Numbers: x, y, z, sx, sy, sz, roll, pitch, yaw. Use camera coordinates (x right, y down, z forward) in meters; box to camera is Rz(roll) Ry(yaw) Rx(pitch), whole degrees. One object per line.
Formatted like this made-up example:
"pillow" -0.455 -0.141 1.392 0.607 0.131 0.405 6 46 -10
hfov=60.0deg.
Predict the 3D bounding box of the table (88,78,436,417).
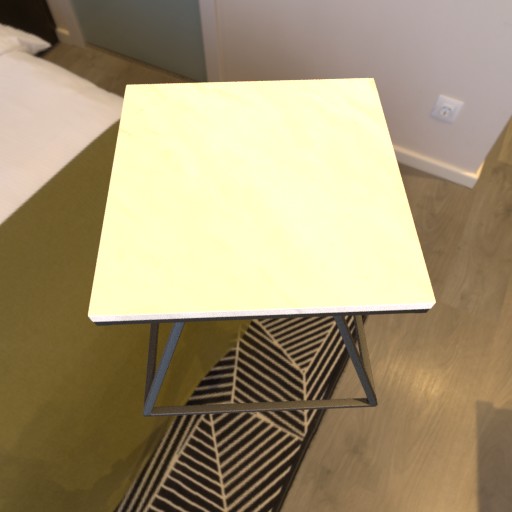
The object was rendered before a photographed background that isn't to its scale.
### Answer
"table" 0.000 0.000 0.803 0.455 0.431 0.455 -2 59 -1
